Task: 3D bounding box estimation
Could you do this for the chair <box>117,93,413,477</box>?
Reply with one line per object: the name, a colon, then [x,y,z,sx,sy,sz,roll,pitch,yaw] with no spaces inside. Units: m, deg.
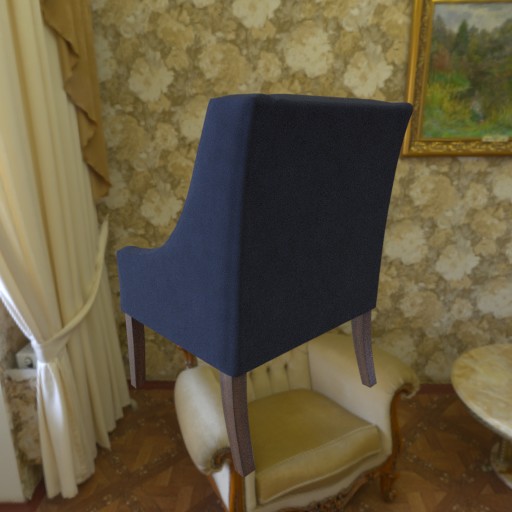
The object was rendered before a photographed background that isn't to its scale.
chair: [0.000,0.000,1.349,0.629,0.895,0.629,-15,22,-41]
